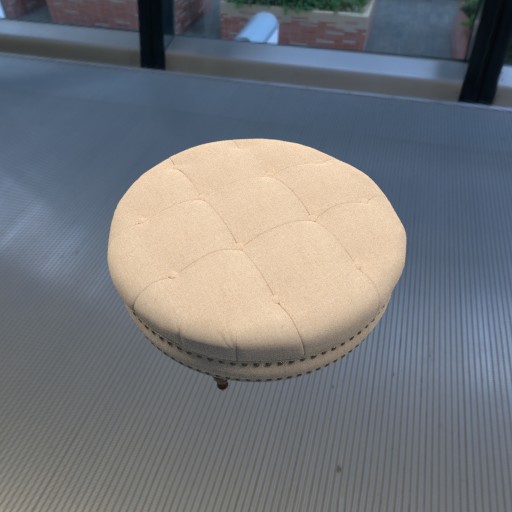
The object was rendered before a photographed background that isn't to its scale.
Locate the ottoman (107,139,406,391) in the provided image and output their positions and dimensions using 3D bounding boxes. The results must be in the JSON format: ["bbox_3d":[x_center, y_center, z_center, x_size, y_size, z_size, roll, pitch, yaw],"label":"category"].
[{"bbox_3d":[0.000,0.000,1.521,0.940,0.483,0.940,0,45,0],"label":"ottoman"}]
